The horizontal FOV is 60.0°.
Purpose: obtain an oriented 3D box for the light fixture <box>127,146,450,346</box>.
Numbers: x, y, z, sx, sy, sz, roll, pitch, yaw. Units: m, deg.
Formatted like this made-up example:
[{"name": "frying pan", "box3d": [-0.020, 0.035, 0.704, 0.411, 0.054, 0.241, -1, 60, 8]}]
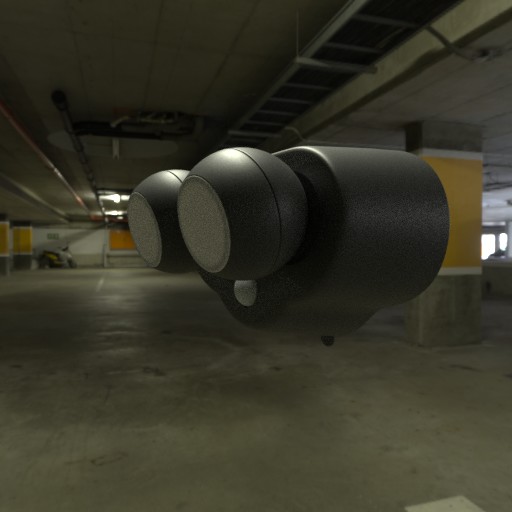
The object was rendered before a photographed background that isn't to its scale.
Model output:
[{"name": "light fixture", "box3d": [0.000, 0.000, 0.342, 0.159, 0.159, 0.229, -1, 1, -35]}]
